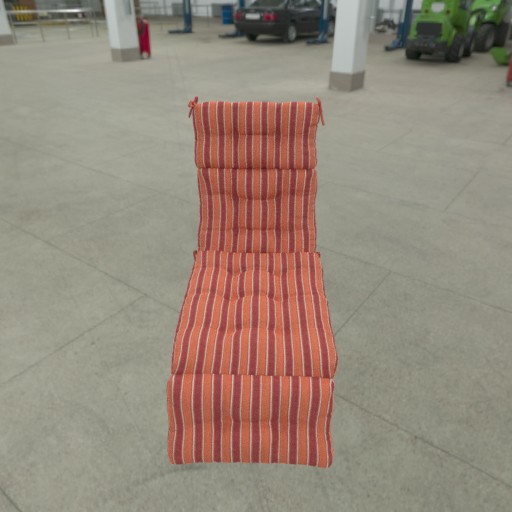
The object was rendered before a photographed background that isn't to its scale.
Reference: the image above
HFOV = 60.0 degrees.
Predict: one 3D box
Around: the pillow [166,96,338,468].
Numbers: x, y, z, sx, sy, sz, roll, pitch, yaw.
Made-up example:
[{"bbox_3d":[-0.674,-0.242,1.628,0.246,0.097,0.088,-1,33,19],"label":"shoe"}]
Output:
[{"bbox_3d":[0.000,0.000,1.498,0.526,0.863,1.016,1,31,1],"label":"pillow"}]
